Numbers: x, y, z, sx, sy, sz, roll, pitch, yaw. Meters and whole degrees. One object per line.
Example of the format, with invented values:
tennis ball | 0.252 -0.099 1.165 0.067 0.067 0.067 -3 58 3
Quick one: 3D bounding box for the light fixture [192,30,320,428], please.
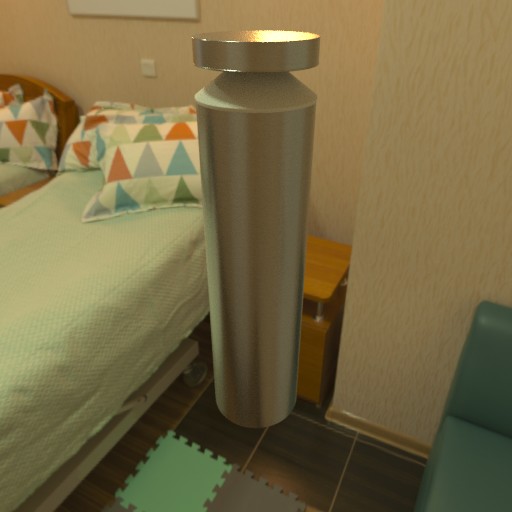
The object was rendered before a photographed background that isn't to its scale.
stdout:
light fixture | 0.000 0.000 0.448 0.102 0.400 0.102 -1 31 -2
